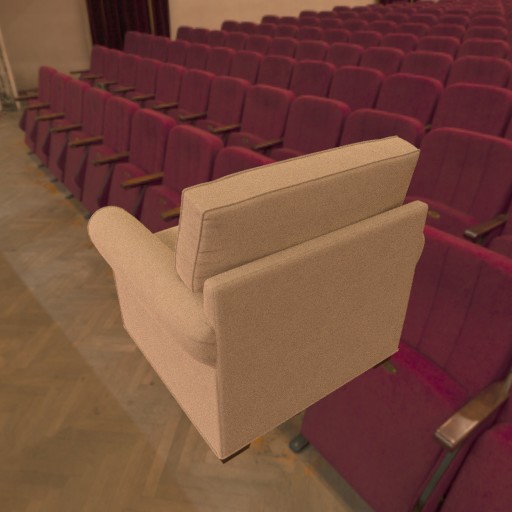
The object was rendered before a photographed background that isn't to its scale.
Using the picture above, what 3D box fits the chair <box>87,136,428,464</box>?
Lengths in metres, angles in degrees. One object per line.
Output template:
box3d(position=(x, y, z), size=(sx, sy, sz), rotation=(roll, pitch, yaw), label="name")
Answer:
box3d(position=(0.000, 0.000, 1.751), size=(1.040, 0.955, 0.863), rotation=(-20, 36, -30), label="chair")
